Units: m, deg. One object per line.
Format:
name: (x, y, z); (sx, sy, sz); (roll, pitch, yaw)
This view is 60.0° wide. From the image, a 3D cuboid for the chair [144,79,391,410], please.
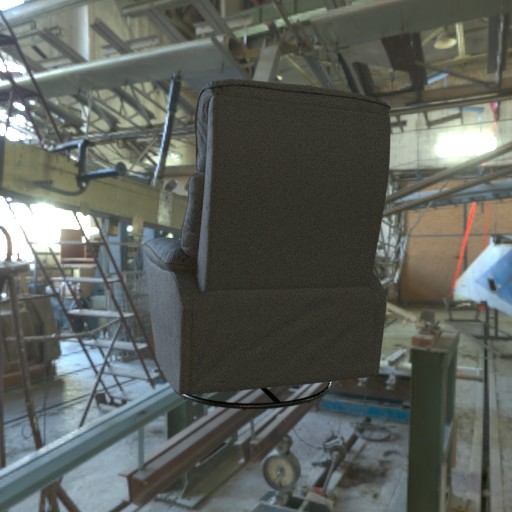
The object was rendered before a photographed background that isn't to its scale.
chair: (0.000, 0.000, 1.758); (0.820, 1.037, 1.004); (0, 0, -18)
